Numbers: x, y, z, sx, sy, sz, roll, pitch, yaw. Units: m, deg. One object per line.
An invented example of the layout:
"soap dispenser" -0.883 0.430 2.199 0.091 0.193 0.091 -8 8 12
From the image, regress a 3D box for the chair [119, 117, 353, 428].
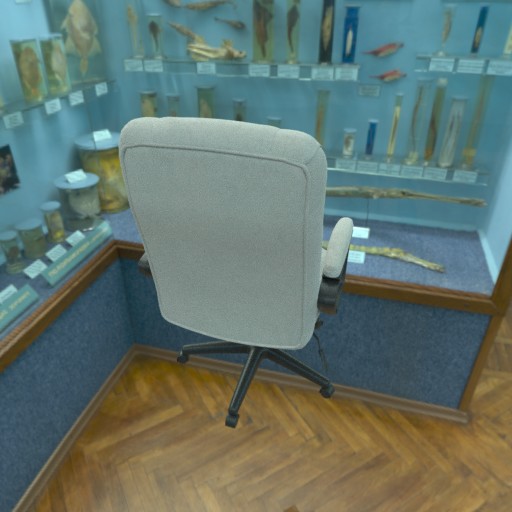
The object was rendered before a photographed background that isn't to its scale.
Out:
"chair" 0.000 0.000 1.555 0.667 1.105 0.724 10 33 15
